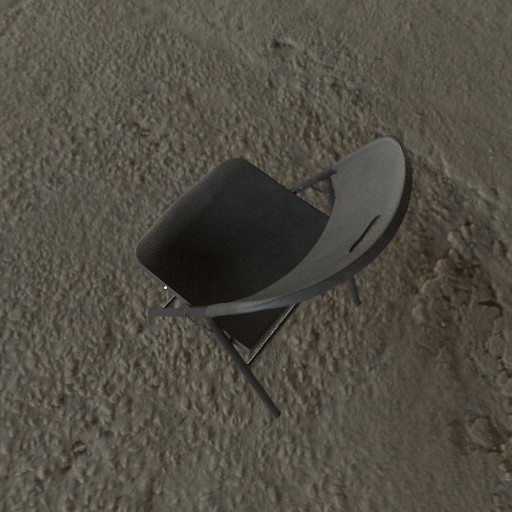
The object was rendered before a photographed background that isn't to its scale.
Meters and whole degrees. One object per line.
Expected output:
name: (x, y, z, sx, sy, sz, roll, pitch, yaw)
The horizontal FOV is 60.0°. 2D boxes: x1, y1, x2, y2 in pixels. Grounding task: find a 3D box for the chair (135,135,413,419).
chair: (0.000, 0.000, 1.165, 0.567, 0.810, 0.494, 35, 68, 16)
